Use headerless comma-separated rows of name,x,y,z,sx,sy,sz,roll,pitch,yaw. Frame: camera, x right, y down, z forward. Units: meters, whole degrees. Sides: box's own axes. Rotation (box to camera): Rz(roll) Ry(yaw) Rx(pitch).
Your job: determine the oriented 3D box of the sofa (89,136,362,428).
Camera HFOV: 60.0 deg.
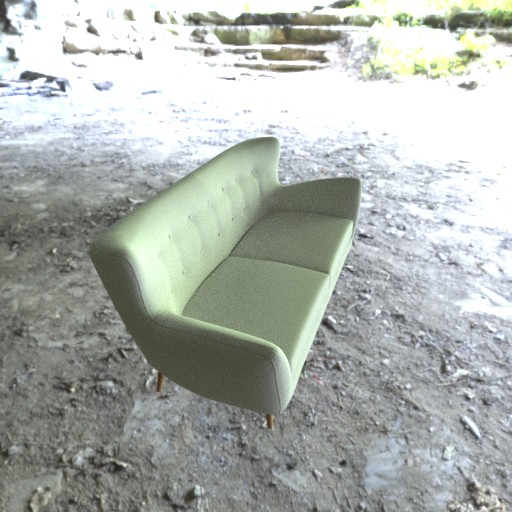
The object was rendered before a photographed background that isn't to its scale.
sofa,0.000,0.000,2.503,0.899,0.890,1.930,10,31,18
